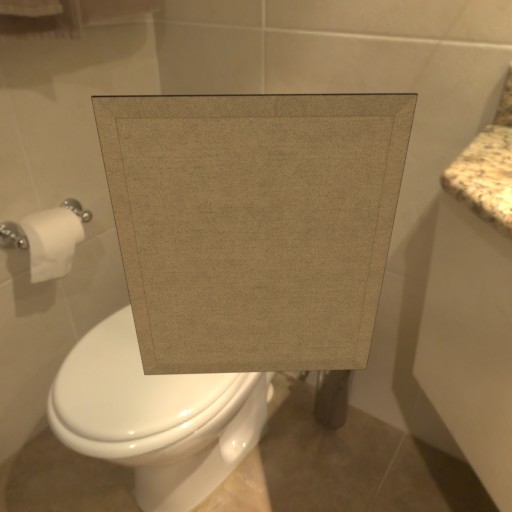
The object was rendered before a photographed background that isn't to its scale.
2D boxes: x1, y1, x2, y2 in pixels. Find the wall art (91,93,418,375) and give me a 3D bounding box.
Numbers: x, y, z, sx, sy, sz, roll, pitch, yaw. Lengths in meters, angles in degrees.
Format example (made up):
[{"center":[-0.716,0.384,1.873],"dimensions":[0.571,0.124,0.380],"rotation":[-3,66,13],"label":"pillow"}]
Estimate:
[{"center":[0.000,0.000,0.647],"dimensions":[0.381,0.457,0.023],"rotation":[-1,32,-2],"label":"wall art"}]
